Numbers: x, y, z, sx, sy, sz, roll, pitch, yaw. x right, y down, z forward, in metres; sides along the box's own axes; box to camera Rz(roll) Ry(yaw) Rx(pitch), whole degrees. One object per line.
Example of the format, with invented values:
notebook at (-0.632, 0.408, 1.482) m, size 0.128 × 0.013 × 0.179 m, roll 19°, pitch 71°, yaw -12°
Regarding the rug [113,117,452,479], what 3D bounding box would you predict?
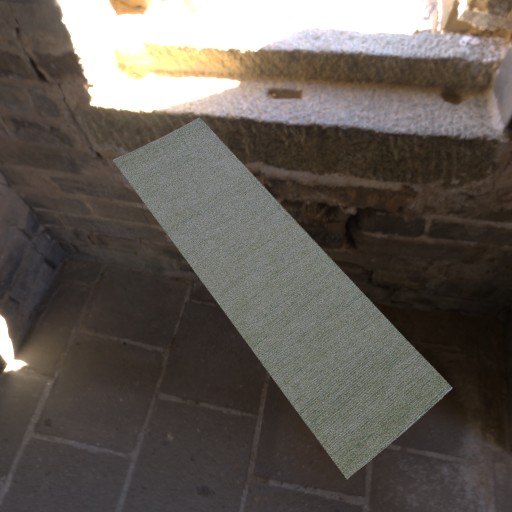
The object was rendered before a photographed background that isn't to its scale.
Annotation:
rug at (0.000, 0.000, 2.538) m, size 0.686 × 0.013 × 2.340 m, roll -31°, pitch 64°, yaw -18°
